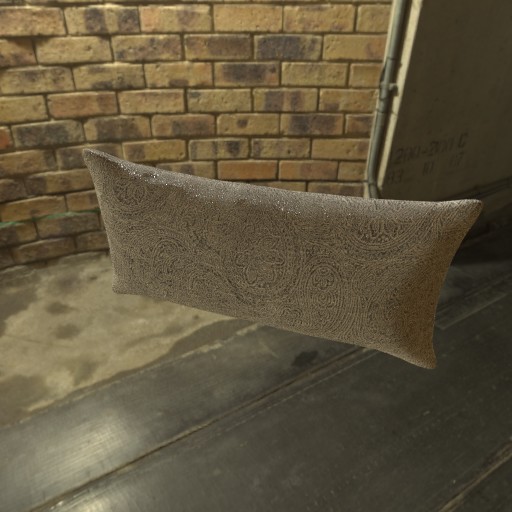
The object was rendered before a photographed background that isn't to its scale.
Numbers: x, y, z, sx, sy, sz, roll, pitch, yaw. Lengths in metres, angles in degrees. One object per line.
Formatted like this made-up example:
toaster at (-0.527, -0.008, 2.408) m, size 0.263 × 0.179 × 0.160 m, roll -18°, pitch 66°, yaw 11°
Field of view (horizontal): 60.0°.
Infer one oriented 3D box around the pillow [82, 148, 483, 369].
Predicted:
pillow at (0.000, 0.000, 0.728) m, size 0.615 × 0.295 × 0.151 m, roll 11°, pitch 33°, yaw 17°
